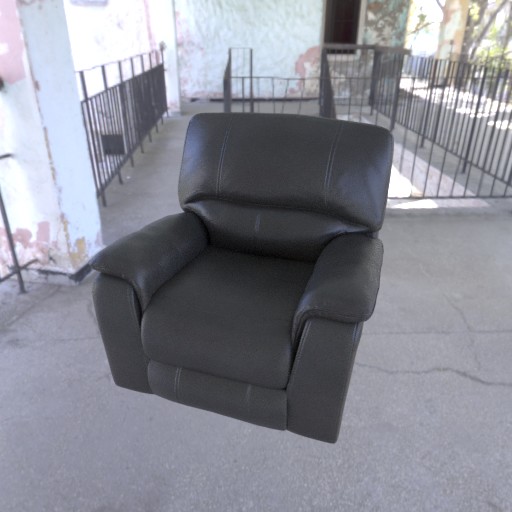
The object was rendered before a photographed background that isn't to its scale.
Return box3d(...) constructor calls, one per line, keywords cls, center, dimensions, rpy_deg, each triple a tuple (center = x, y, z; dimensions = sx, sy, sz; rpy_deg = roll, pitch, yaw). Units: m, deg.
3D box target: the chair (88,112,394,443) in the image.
box3d(cls="chair", center=(0.000, 0.000, 1.978), dimensions=(1.096, 1.109, 1.087), rpy_deg=(9, 28, 17))
